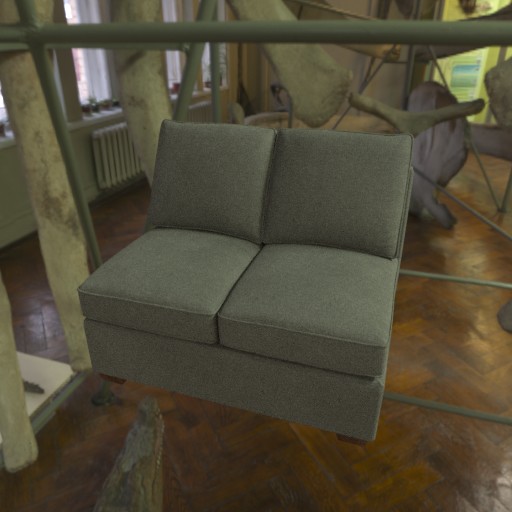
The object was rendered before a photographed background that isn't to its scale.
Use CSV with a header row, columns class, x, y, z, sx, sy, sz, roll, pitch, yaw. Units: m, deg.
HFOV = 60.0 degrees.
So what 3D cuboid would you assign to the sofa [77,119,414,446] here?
class,x,y,z,sx,sy,sz,roll,pitch,yaw
sofa,0.000,0.000,1.964,1.237,1.008,0.951,8,28,16
